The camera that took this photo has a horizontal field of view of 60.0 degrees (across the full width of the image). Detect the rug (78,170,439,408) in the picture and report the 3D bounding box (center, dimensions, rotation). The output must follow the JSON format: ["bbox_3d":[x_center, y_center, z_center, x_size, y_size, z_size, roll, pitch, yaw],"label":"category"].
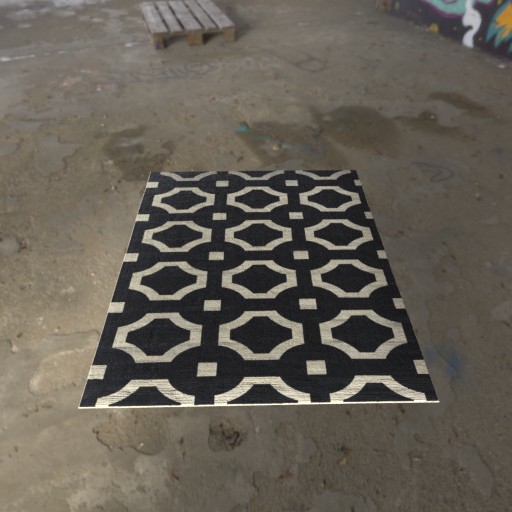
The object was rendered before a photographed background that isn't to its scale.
[{"bbox_3d":[0.000,0.000,4.155,2.466,0.021,3.049,-1,42,-1],"label":"rug"}]
